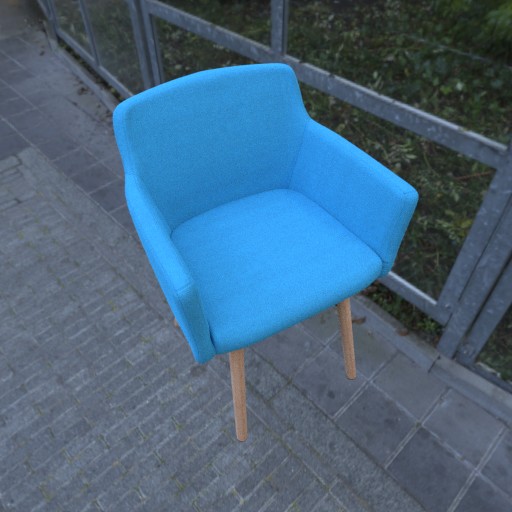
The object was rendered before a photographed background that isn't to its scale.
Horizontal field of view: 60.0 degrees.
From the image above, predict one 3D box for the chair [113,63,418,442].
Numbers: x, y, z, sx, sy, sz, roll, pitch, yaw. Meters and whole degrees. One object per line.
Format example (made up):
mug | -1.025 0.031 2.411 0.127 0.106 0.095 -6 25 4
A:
chair | 0.000 0.000 1.156 0.570 0.780 0.540 -23 50 -20
